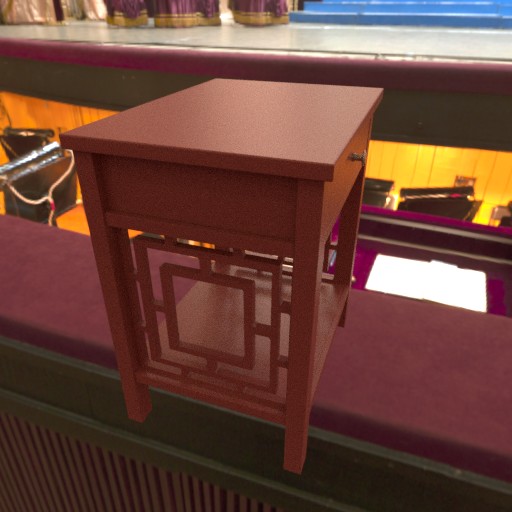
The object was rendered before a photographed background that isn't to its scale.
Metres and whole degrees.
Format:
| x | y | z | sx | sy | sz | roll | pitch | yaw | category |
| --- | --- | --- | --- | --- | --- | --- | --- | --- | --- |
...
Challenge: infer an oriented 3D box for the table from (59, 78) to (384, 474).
| x | y | z | sx | sy | sz | roll | pitch | yaw | category |
| --- | --- | --- | --- | --- | --- | --- | --- | --- | --- |
| 0.000 | 0.000 | 1.052 | 0.451 | 0.686 | 0.599 | 10 | 32 | 17 | table |
